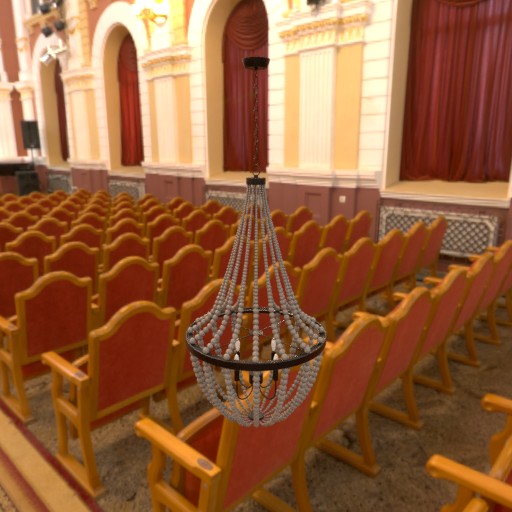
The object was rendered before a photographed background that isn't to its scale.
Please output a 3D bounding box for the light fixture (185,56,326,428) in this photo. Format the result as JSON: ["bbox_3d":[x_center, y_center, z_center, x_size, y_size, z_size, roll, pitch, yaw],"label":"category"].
[{"bbox_3d":[0.000,0.000,1.373,0.450,1.133,0.450,0,13,0],"label":"light fixture"}]
